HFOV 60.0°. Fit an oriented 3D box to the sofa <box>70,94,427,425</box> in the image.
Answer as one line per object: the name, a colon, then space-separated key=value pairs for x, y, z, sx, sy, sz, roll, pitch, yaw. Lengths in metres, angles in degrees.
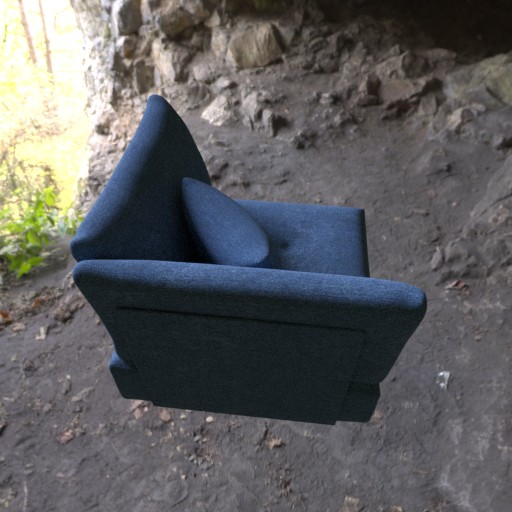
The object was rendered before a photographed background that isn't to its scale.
sofa: x=0.000 y=0.000 z=1.744 sx=1.000 sy=0.820 sz=1.000 roll=5 pitch=47 yaw=4
